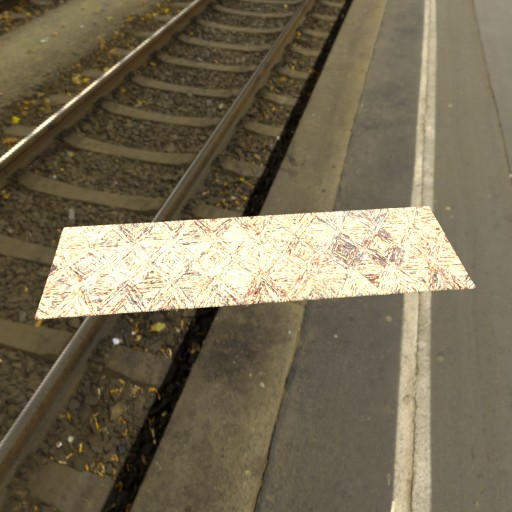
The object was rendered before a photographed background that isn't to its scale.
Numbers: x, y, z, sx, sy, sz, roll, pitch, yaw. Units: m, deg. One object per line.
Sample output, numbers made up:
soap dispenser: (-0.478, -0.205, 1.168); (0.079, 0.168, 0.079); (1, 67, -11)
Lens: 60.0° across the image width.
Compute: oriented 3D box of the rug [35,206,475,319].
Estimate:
rug: (0.000, 0.000, 2.530); (2.292, 0.015, 0.688); (-4, 45, -4)
